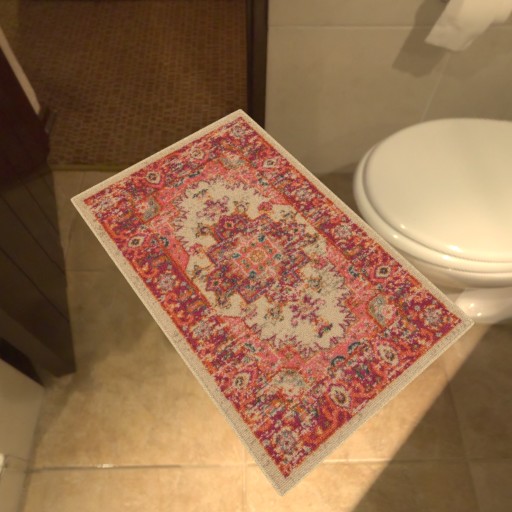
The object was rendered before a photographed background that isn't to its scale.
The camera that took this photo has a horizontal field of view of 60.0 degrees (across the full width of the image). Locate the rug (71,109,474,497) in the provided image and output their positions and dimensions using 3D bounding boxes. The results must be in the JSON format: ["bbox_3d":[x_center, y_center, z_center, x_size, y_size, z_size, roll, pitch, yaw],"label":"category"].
[{"bbox_3d":[0.000,0.000,1.067,0.556,0.004,0.868,-34,65,-18],"label":"rug"}]
